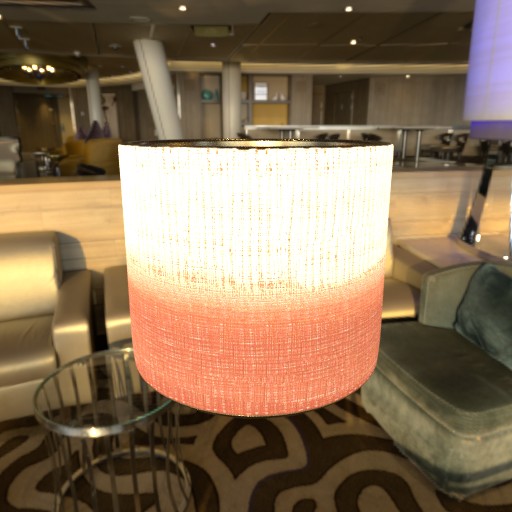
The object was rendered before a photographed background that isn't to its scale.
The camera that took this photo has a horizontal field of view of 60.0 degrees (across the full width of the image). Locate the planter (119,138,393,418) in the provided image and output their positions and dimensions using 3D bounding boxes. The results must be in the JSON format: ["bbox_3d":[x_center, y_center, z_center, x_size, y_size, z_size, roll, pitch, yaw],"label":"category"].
[{"bbox_3d":[0.000,0.000,0.314,0.178,0.157,0.178,0,16,0],"label":"planter"}]
